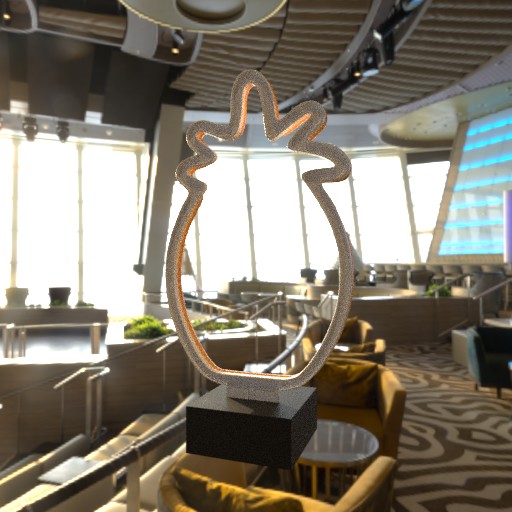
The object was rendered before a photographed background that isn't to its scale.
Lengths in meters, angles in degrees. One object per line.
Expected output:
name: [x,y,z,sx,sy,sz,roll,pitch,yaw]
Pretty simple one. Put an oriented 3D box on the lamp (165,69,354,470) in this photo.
lamp: [0.000,0.000,0.384,0.167,0.317,0.088,0,-1,20]
